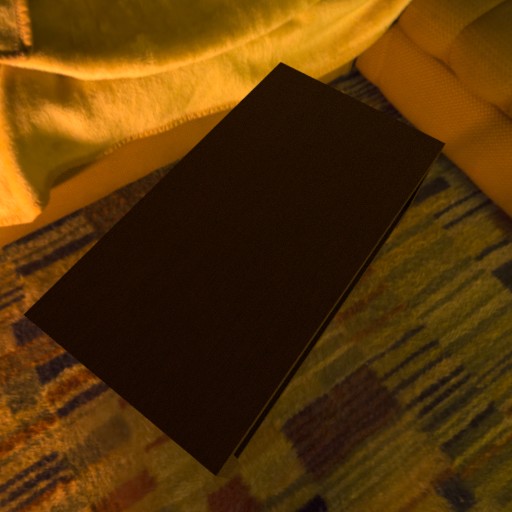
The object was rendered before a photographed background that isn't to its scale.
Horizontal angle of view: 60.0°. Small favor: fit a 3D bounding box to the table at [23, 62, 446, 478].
[{"bbox_3d":[0.000,0.000,1.387,0.597,0.424,1.099,33,68,16],"label":"table"}]
